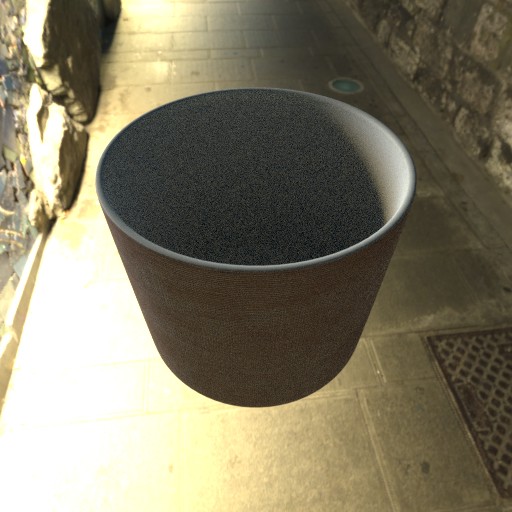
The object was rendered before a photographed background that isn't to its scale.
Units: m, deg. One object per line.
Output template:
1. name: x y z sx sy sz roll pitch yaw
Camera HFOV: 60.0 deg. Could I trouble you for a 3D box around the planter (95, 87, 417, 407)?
1. planter: 0.000 0.000 0.765 0.440 0.398 0.440 0 45 0
